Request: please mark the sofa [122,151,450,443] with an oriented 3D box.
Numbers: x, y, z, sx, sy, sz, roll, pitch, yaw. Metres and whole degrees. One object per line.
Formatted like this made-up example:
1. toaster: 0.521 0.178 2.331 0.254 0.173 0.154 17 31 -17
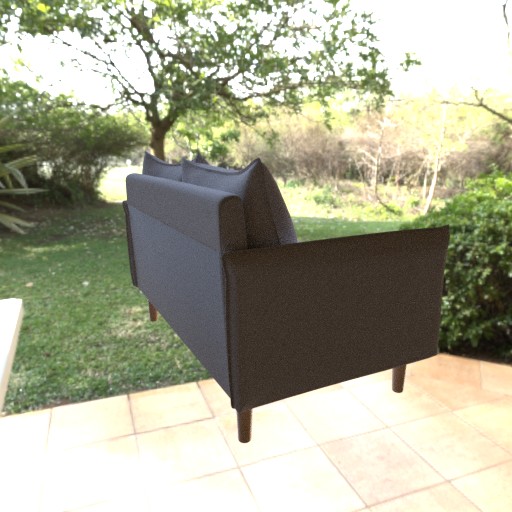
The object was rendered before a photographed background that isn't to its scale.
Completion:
1. sofa: 0.000 0.000 1.829 0.820 0.840 1.300 -7 15 -26
